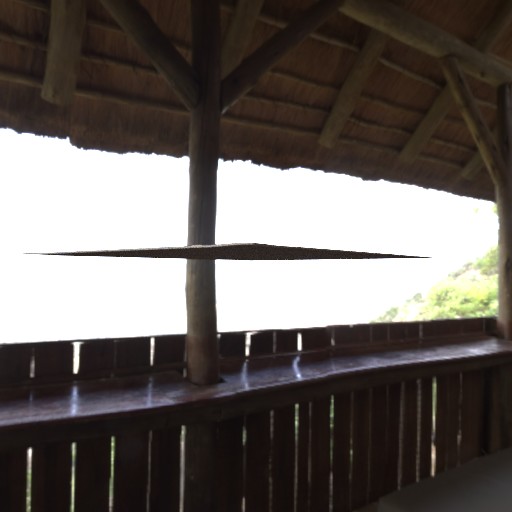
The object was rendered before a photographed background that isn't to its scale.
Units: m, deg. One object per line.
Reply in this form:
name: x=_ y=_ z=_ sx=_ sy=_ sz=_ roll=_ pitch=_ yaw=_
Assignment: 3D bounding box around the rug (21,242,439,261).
rug: x=0.000 y=0.000 z=4.190 sx=2.443 sy=0.024 sz=3.228 roll=-1 pitch=-2 yaw=38
